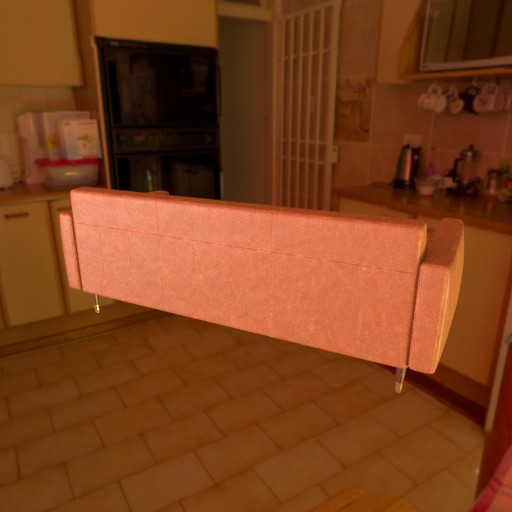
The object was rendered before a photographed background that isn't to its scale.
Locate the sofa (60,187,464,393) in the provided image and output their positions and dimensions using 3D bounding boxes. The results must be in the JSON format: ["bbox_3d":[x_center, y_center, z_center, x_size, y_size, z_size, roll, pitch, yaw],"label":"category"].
[{"bbox_3d":[0.000,0.000,2.716,2.291,0.821,0.990,9,20,26],"label":"sofa"}]
